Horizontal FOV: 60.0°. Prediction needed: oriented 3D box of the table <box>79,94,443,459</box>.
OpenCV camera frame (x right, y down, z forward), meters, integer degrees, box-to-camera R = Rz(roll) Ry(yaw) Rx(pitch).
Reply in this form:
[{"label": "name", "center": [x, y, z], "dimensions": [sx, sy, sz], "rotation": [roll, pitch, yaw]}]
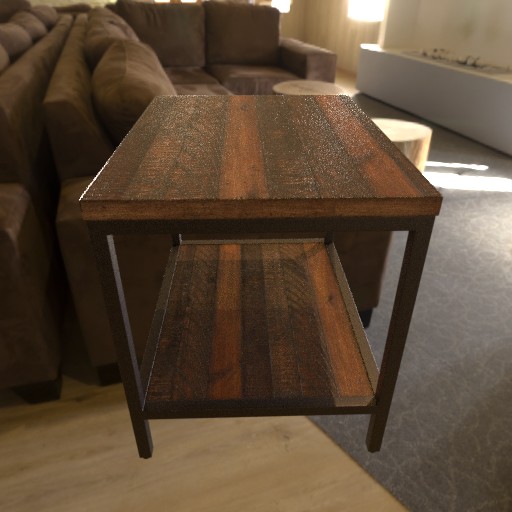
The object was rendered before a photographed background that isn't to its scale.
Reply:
[{"label": "table", "center": [0.000, 0.000, 1.083], "dimensions": [0.524, 0.612, 0.678], "rotation": [-1, 32, -1]}]
